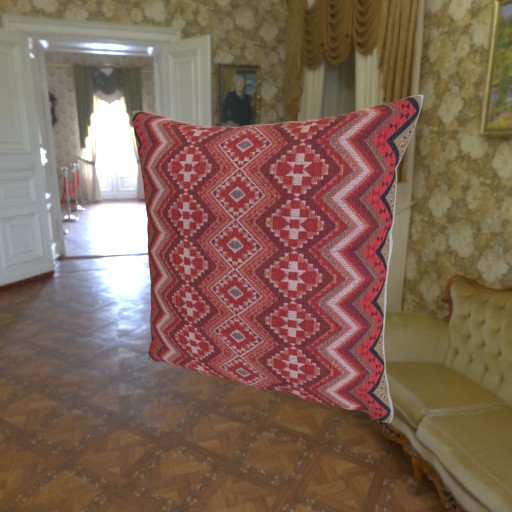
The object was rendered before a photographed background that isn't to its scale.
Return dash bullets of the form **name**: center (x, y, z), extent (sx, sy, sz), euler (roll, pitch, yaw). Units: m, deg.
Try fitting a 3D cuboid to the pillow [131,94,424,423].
- **pillow**: center (0.000, 0.000, 0.778), extent (0.513, 0.511, 0.158), euler (7, 16, 26)
